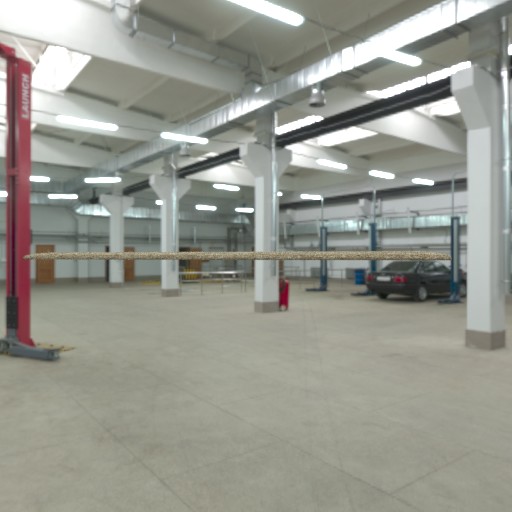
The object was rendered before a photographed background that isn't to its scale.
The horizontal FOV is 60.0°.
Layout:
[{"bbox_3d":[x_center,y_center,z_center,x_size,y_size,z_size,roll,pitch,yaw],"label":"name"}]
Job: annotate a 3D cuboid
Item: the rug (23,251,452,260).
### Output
[{"bbox_3d":[0.000,0.000,3.769,2.873,0.050,2.242,0,0,18],"label":"rug"}]
